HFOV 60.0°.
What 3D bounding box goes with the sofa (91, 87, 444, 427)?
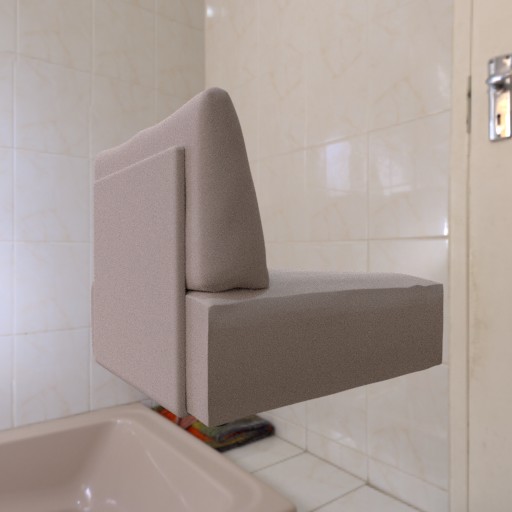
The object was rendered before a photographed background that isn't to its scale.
[{"bbox_3d":[0.000,0.000,1.675,1.000,0.828,0.935,0,0,-36],"label":"sofa"}]
